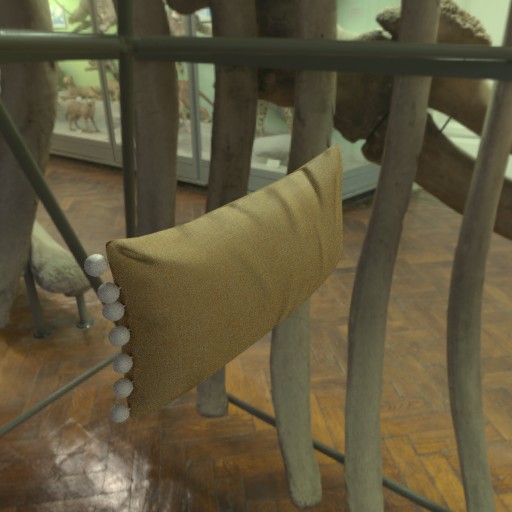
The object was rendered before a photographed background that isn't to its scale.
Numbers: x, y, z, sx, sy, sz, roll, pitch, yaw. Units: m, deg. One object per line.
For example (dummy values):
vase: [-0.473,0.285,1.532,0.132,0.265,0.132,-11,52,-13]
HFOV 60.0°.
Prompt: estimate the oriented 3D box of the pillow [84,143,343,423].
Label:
pillow: [0.000,0.000,0.862,0.201,0.322,0.709,18,31,32]
